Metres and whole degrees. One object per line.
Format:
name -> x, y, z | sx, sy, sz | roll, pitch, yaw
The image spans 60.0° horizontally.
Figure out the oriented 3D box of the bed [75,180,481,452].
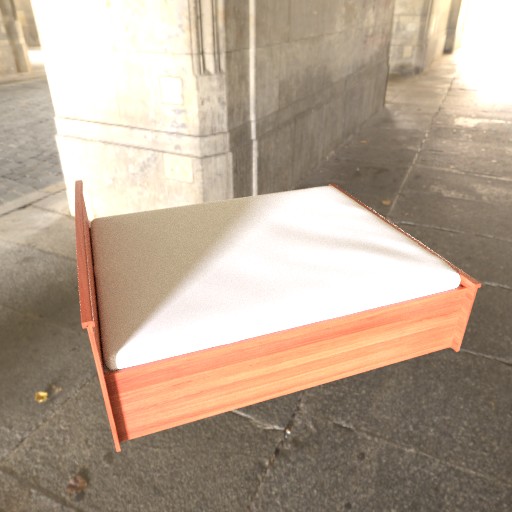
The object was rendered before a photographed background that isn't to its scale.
bed -> 0.000, 0.000, 2.878 | 2.053, 0.848, 1.683 | -10, 31, -17
